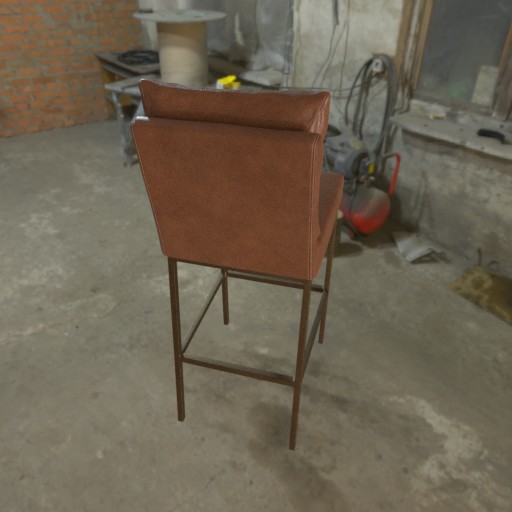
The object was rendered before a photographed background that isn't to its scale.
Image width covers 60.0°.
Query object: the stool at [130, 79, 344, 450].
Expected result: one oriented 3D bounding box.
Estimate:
[{"bbox_3d":[0.000,0.000,1.420,0.463,1.124,0.571,9,34,13],"label":"stool"}]
